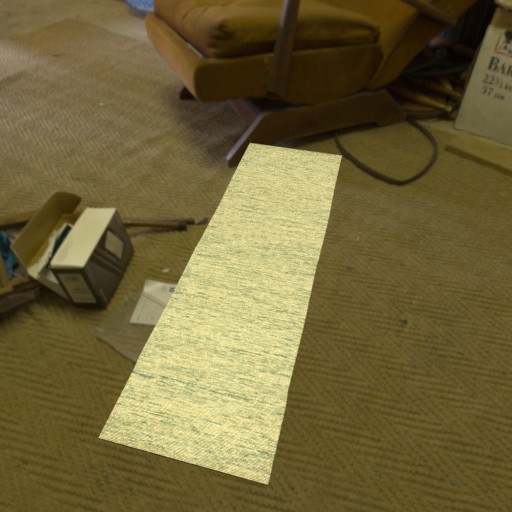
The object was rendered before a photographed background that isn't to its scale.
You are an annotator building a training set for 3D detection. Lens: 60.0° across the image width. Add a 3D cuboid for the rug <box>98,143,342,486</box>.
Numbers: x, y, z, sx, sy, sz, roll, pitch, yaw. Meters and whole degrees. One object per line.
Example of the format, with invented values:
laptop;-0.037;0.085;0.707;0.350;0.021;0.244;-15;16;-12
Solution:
rug;0.000;0.000;2.469;0.700;0.014;2.290;10;46;10
